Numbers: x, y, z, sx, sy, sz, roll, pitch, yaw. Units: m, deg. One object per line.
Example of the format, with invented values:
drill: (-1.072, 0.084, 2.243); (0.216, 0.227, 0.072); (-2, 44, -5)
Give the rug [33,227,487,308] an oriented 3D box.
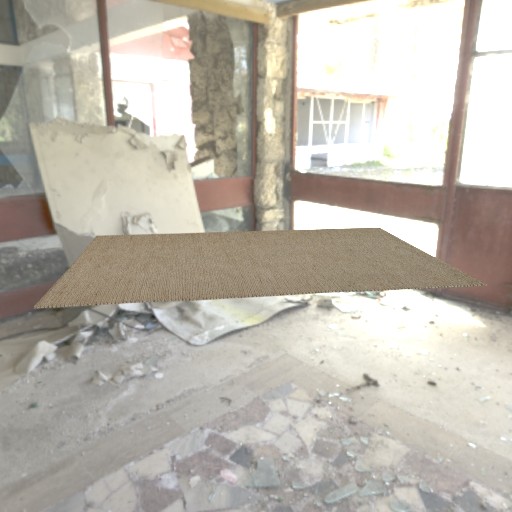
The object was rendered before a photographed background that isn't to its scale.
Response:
rug: (0.000, 0.000, 3.082); (2.439, 0.011, 1.533); (-2, 16, -8)
